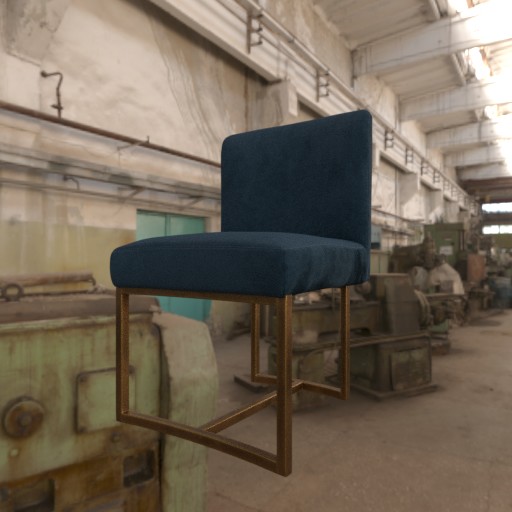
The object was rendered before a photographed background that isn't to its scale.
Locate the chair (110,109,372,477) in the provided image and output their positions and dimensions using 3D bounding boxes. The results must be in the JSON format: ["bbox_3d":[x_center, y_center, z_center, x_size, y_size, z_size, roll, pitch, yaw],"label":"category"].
[{"bbox_3d":[0.000,0.000,1.177,0.530,0.824,0.560,0,0,35],"label":"chair"}]
